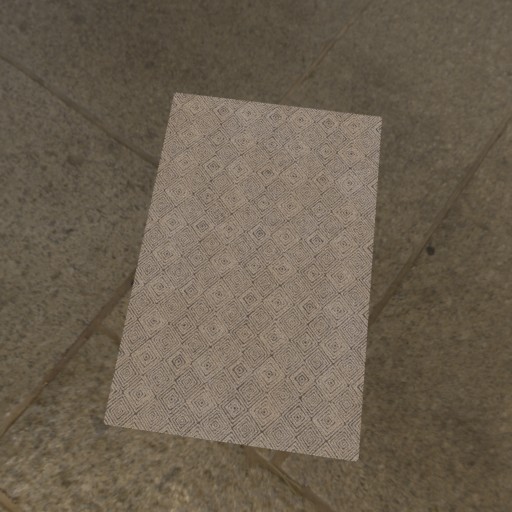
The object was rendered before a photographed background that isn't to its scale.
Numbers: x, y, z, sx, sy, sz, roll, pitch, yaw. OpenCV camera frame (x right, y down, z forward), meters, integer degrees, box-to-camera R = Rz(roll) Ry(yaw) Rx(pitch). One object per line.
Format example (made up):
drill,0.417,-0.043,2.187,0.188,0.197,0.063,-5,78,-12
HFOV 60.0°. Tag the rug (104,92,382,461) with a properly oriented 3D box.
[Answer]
rug,0.000,0.000,2.259,1.175,0.008,1.783,8,75,2
